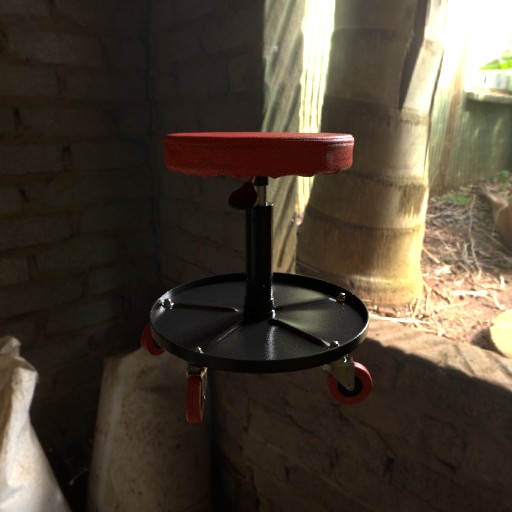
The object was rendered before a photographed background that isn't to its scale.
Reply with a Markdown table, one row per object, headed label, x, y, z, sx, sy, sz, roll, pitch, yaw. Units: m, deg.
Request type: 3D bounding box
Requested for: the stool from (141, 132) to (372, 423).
| label | x | y | z | sx | sy | sz | roll | pitch | yaw |
| --- | --- | --- | --- | --- | --- | --- | --- | --- | --- |
| stool | 0.000 | 0.000 | 0.687 | 0.381 | 0.365 | 0.382 | 2 | 17 | 8 |
